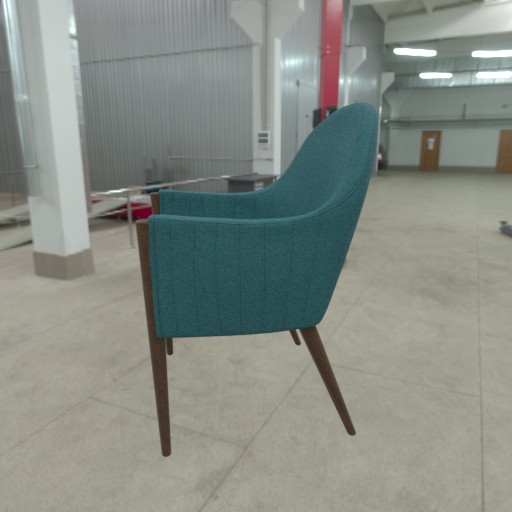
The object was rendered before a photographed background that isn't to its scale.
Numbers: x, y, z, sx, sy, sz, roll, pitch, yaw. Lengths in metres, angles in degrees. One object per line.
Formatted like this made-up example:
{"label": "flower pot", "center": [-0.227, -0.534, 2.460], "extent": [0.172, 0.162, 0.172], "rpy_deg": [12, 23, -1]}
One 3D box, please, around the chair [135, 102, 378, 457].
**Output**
{"label": "chair", "center": [0.000, 0.000, 1.372], "extent": [0.652, 0.907, 0.656], "rpy_deg": [-2, 14, -9]}
